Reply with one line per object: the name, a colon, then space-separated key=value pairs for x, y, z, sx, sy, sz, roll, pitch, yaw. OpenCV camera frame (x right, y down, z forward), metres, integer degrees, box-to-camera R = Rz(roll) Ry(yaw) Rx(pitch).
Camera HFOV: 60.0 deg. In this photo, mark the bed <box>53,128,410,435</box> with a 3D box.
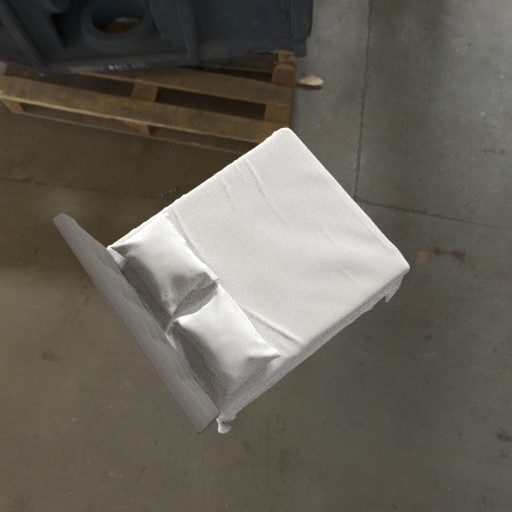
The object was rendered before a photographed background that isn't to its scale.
bed: x=0.000 y=0.000 z=3.570 sx=2.222 sy=1.577 sz=1.936 roll=-36 pitch=77 yaw=-9
